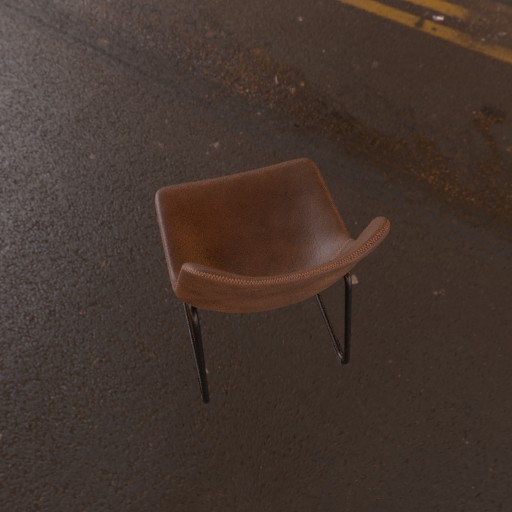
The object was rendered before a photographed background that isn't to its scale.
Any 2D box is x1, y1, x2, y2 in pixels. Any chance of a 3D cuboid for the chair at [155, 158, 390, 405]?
[{"bbox_3d":[0.000,0.000,1.142,0.460,0.780,0.551,-13,60,-8],"label":"chair"}]
